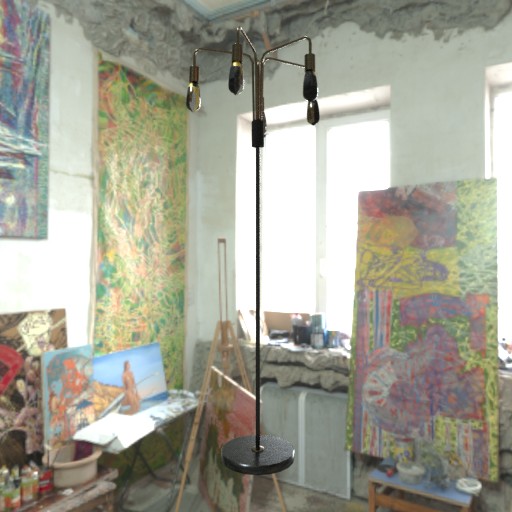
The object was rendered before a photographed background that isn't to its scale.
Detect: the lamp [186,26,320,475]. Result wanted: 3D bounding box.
[{"bbox_3d":[0.000,0.000,1.899,0.572,1.721,0.599,0,0,1],"label":"lamp"}]
